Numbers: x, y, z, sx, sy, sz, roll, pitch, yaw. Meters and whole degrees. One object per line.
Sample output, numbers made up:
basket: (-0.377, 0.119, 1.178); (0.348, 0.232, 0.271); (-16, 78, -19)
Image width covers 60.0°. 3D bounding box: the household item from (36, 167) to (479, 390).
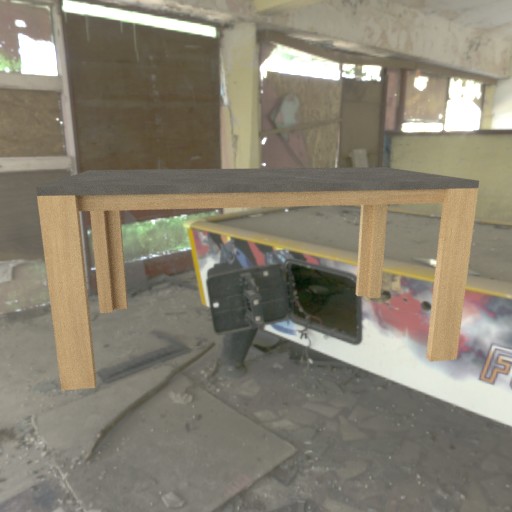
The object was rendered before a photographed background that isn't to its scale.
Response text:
household item: (0.000, 0.000, 2.083); (1.600, 0.755, 0.850); (-2, 15, -8)
